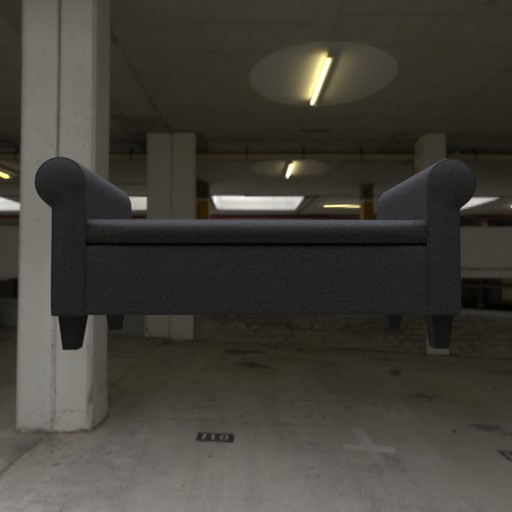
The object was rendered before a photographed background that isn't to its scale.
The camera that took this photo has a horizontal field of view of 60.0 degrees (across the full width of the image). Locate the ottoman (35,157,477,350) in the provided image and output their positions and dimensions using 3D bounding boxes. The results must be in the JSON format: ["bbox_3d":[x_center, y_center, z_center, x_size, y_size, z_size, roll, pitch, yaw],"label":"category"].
[{"bbox_3d":[0.000,0.000,1.501,1.256,0.547,0.521,0,-2,-1],"label":"ottoman"}]
